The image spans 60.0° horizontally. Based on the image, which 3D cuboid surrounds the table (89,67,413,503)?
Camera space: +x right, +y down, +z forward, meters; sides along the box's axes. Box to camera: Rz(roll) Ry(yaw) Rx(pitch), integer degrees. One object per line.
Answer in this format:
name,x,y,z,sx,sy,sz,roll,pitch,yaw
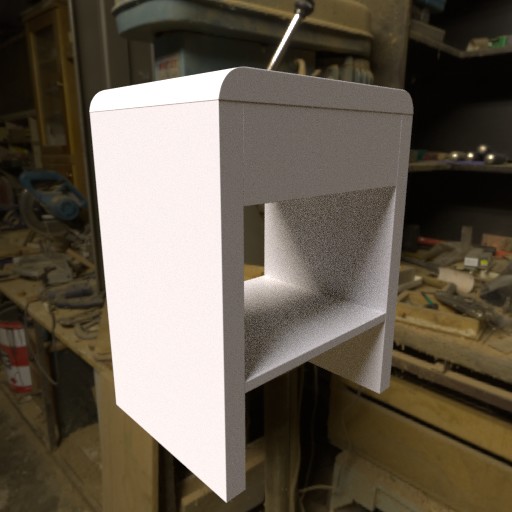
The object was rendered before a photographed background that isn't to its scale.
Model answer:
table,0.000,0.000,0.837,0.450,0.590,0.350,-14,20,-42
